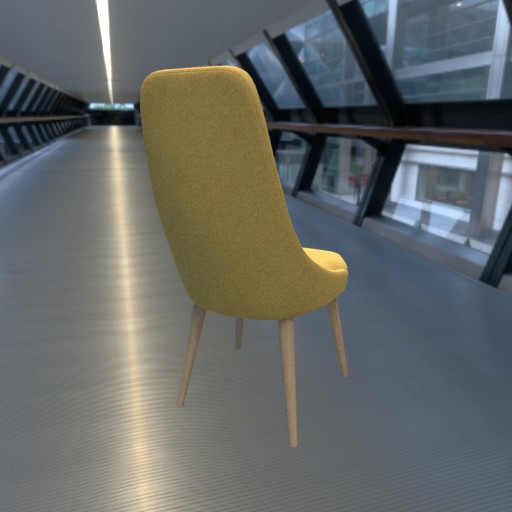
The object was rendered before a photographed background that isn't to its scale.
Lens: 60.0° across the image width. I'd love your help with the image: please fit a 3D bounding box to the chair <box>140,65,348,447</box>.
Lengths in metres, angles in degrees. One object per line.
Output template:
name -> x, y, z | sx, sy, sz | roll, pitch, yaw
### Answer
chair -> 0.000, 0.000, 1.402 | 0.510, 1.040, 0.660 | 8, 18, 26
